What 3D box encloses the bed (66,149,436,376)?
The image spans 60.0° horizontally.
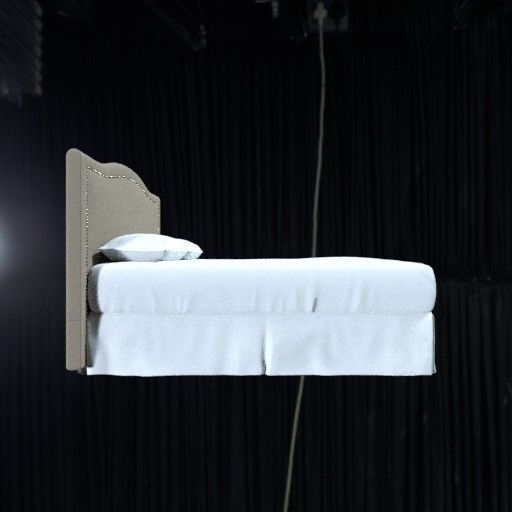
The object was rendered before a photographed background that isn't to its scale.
[{"bbox_3d":[0.000,0.000,3.565,2.182,1.421,2.083,0,0,0],"label":"bed"}]
